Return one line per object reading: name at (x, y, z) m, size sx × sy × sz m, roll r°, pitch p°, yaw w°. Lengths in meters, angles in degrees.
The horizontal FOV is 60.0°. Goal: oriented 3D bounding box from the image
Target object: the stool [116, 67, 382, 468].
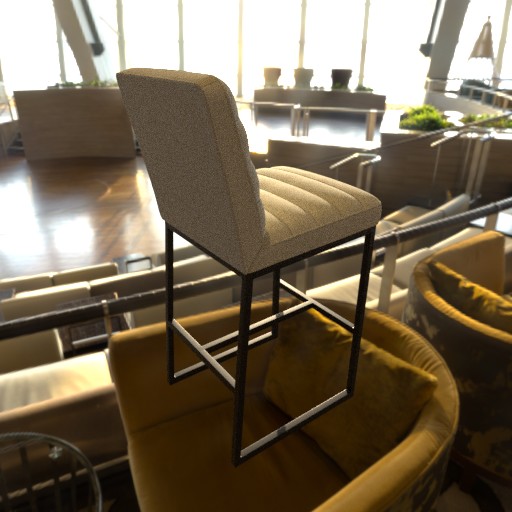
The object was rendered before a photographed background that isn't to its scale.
stool at (0.000, 0.000, 1.319) m, size 0.560 × 1.040 × 0.460 m, roll -17°, pitch 31°, yaw -32°
